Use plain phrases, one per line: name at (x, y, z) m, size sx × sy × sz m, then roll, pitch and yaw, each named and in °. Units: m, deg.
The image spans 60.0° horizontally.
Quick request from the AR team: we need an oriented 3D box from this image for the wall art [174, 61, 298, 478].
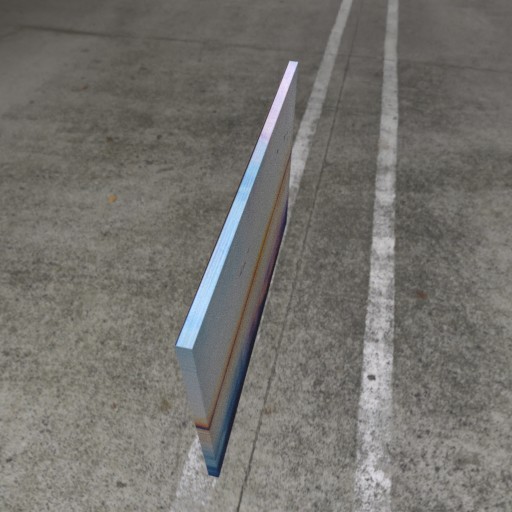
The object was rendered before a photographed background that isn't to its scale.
wall art at (0.000, 0.000, 0.757) m, size 0.018 × 0.402 × 0.604 m, roll 10°, pitch 49°, yaw 9°
